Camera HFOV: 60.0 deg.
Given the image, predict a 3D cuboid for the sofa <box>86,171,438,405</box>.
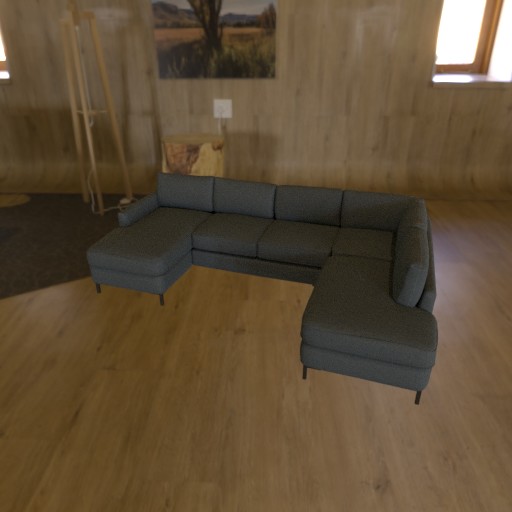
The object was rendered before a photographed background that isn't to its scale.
[{"bbox_3d":[0.000,0.000,3.931,2.975,0.858,1.984,8,28,16],"label":"sofa"}]
